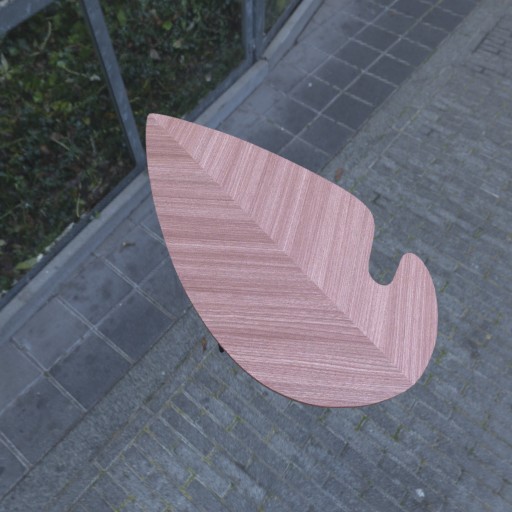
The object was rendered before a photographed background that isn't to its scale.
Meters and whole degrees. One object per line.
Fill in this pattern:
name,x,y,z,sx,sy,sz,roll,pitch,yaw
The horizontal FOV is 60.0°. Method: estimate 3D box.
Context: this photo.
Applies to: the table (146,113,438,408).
table,0.000,0.000,1.446,0.598,0.360,1.199,-34,64,-19
